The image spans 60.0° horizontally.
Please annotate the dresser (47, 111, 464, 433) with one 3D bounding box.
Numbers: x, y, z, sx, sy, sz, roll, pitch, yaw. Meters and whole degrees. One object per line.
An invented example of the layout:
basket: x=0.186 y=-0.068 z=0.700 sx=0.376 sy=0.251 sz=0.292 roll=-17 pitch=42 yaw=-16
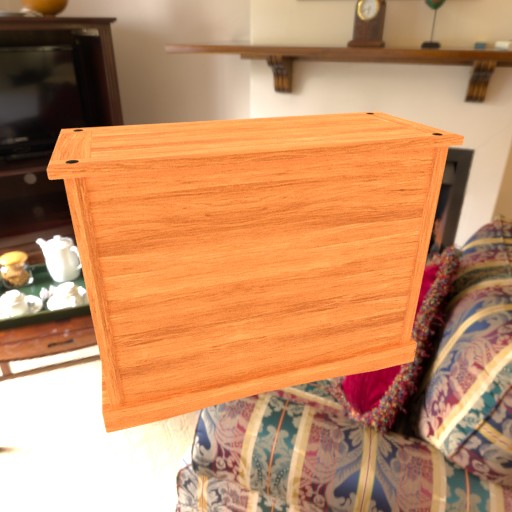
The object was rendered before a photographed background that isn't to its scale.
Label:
dresser: x=0.000 y=0.000 z=1.341 sx=0.990 sy=0.740 sz=0.410 roll=-8 pitch=28 yaw=-16
